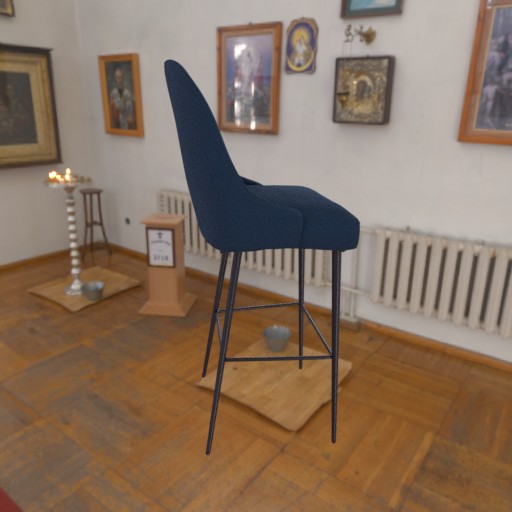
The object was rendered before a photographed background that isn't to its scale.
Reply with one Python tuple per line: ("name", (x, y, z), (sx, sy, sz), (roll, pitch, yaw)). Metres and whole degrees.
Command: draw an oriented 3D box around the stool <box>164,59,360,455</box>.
("stool", (0.000, 0.000, 1.358), (0.489, 1.079, 0.527), (-2, 17, -8))
